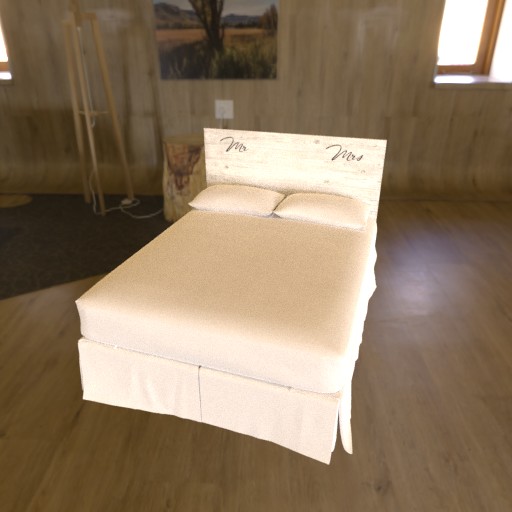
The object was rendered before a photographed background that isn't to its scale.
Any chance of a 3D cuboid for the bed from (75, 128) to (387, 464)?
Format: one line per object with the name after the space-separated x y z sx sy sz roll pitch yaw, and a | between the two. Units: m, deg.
0.000 0.000 3.196 1.745 1.335 2.094 9 28 16 | bed
